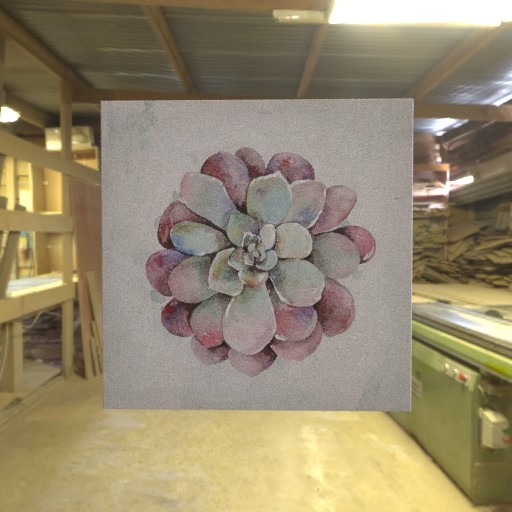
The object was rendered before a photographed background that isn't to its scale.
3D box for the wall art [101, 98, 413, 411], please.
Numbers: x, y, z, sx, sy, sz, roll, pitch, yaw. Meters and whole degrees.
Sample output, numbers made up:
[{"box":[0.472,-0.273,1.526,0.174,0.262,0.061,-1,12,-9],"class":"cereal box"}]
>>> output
[{"box":[0.000,0.000,0.884,0.605,0.605,0.044,0,1,1],"class":"wall art"}]
